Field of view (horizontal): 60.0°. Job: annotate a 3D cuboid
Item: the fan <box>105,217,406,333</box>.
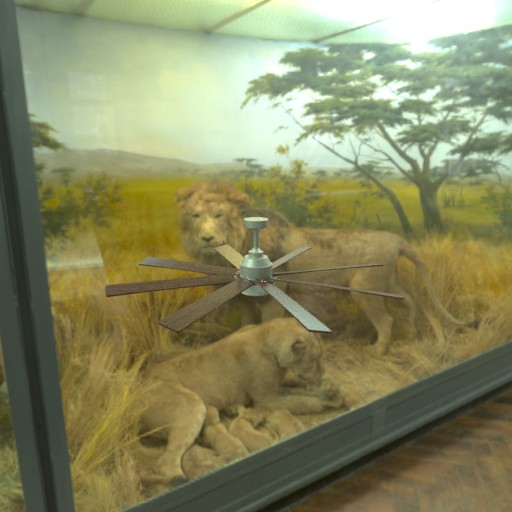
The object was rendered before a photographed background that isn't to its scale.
[{"bbox_3d":[0.000,0.000,2.806,1.830,0.472,1.830,7,16,26],"label":"fan"}]
